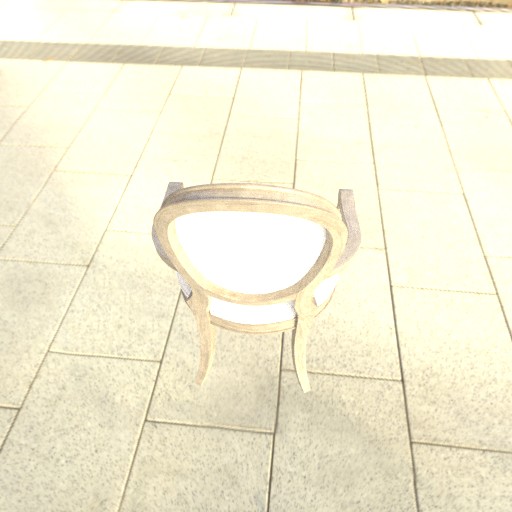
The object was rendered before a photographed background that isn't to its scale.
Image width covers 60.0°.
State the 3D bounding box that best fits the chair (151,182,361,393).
[{"bbox_3d":[0.000,0.000,1.378,0.611,0.991,0.602,3,48,3],"label":"chair"}]
